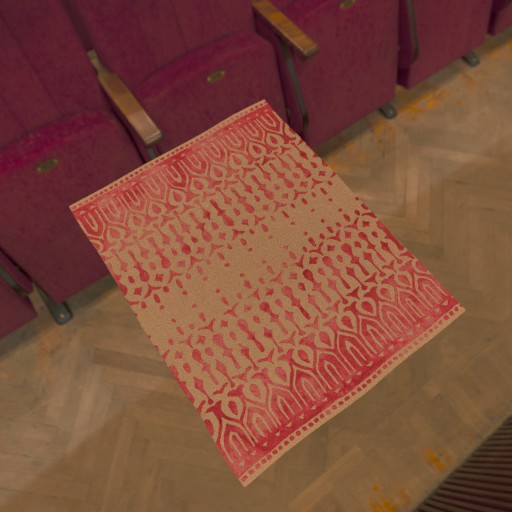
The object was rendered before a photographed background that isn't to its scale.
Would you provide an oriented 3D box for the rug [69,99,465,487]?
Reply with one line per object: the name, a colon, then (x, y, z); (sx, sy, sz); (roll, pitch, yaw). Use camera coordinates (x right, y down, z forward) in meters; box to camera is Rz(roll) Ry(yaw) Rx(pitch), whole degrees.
rug: (0.000, 0.000, 4.199); (2.441, 0.016, 3.095); (-33, 70, -14)
